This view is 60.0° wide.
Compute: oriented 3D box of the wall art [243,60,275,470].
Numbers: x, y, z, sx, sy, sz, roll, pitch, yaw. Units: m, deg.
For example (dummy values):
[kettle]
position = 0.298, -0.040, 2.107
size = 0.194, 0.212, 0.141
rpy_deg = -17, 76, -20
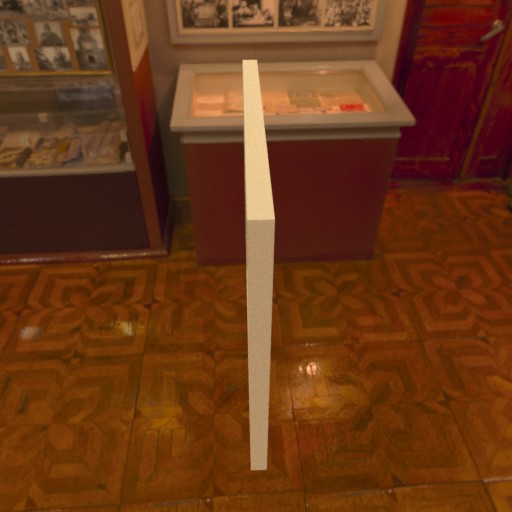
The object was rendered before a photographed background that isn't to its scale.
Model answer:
[wall art]
position = 0.000, 0.000, 1.159
size = 0.050, 0.762, 0.761
rpy_deg = -1, 40, -1
